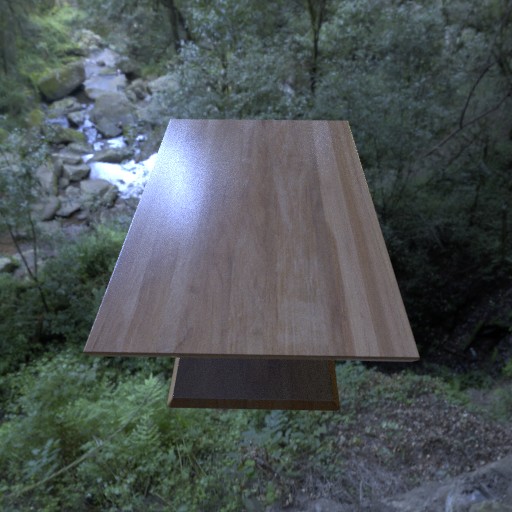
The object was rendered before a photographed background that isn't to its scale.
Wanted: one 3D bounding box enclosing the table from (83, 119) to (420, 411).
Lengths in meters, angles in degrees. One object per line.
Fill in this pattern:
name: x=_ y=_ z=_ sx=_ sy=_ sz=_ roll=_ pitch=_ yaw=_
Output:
table: x=0.000 y=0.000 z=1.465 sx=0.692 sy=0.441 sz=1.100 roll=1 pitch=42 yaw=1
